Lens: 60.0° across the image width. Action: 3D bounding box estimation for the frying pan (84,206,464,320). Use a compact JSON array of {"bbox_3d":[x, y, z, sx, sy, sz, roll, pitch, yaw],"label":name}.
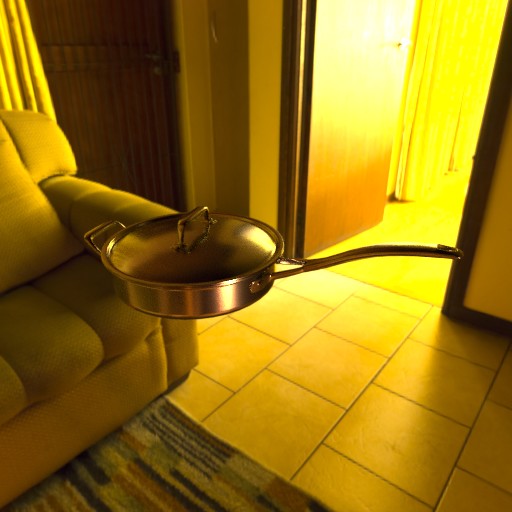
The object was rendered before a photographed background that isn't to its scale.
[{"bbox_3d":[0.000,0.000,0.668,0.561,0.114,0.280,8,27,17],"label":"frying pan"}]
